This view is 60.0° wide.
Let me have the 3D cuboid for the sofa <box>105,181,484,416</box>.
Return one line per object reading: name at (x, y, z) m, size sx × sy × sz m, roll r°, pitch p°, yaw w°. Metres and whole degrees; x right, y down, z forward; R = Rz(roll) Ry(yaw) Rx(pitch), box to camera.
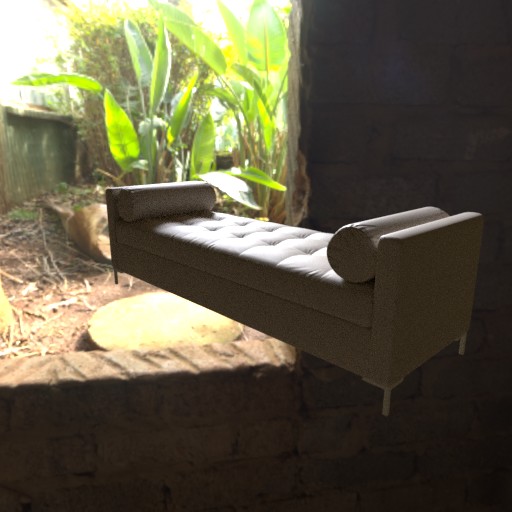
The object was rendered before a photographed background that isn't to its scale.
sofa at (0.000, 0.000, 2.334) m, size 0.686 × 0.635 × 1.981 m, roll -14°, pitch 20°, yaw -42°
